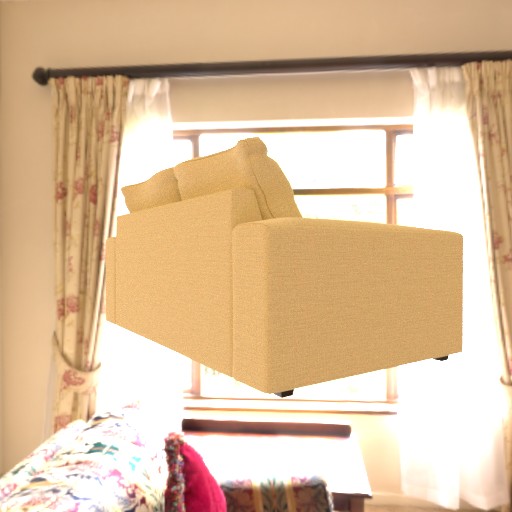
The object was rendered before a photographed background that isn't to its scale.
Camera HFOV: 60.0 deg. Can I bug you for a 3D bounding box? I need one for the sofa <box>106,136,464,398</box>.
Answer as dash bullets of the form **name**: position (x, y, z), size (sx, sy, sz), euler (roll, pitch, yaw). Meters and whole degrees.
- **sofa**: position (0.000, 0.000, 2.337), size (1.091, 0.875, 1.754), euler (0, 0, -34)
